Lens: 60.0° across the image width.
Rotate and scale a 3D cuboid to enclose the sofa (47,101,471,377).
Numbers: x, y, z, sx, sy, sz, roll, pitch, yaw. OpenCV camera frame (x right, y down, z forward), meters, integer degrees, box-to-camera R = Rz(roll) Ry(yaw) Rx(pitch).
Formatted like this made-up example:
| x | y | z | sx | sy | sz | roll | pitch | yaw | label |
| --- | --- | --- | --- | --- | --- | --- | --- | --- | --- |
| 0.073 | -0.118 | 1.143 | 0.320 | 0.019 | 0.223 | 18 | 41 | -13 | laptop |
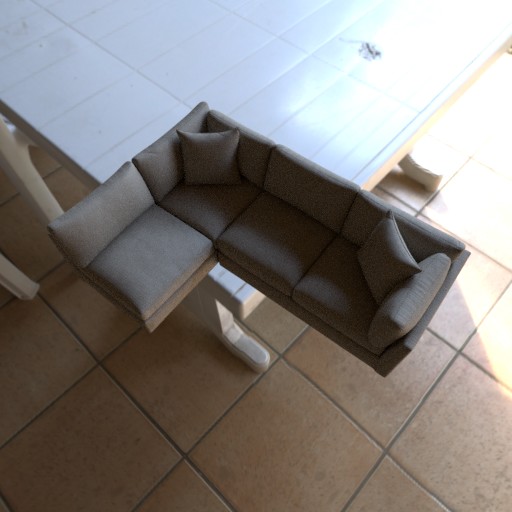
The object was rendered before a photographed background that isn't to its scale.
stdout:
| x | y | z | sx | sy | sz | roll | pitch | yaw | label |
| --- | --- | --- | --- | --- | --- | --- | --- | --- | --- |
| 0.000 | 0.000 | 3.809 | 2.896 | 0.978 | 1.994 | 33 | 63 | 19 | sofa |
